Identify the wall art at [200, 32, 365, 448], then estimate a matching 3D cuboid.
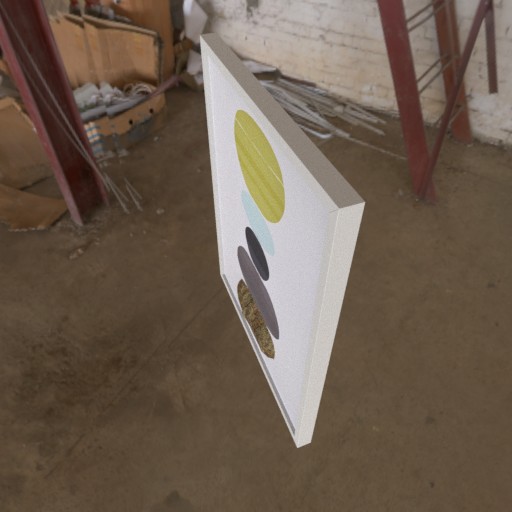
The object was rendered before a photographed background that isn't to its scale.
[{"bbox_3d":[0.000,0.000,1.017,0.055,0.763,0.611,-16,48,-15],"label":"wall art"}]
